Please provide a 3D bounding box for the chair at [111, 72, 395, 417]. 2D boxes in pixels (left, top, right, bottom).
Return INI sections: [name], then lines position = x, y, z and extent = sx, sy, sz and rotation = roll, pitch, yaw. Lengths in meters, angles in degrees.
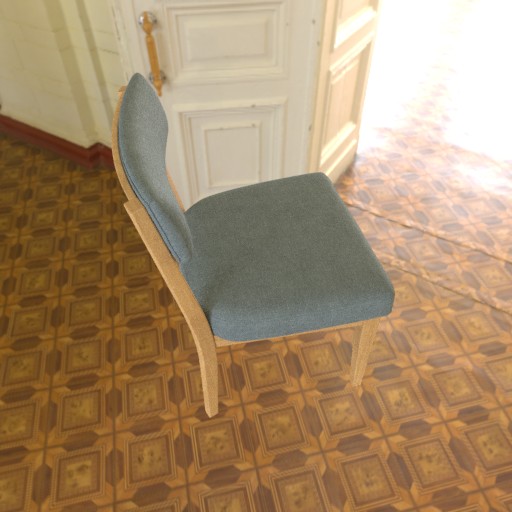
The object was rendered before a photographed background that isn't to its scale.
[chair]
position = 0.000, 0.000, 1.174
extent = 0.572, 0.832, 0.508
rotation = -10, 47, -9
